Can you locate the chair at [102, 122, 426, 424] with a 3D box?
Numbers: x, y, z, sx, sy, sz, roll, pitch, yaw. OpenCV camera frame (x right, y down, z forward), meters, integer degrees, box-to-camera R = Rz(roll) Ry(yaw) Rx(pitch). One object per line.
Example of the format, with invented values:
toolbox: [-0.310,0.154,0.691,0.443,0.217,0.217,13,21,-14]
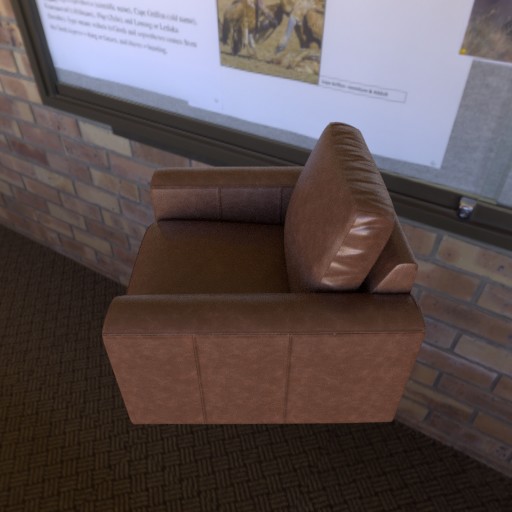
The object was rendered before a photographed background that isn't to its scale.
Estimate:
chair: [0.000,0.000,1.771,1.016,0.873,1.005,0,40,0]
